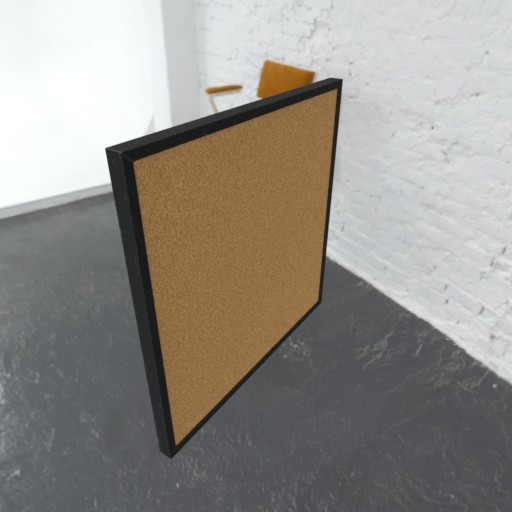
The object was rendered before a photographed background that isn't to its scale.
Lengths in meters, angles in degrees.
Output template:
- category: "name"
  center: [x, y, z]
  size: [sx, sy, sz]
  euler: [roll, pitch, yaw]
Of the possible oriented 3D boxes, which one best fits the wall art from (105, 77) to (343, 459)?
- category: "wall art"
  center: [0.000, 0.000, 1.146]
  size: [0.037, 0.761, 0.761]
  euler: [20, 37, 30]
